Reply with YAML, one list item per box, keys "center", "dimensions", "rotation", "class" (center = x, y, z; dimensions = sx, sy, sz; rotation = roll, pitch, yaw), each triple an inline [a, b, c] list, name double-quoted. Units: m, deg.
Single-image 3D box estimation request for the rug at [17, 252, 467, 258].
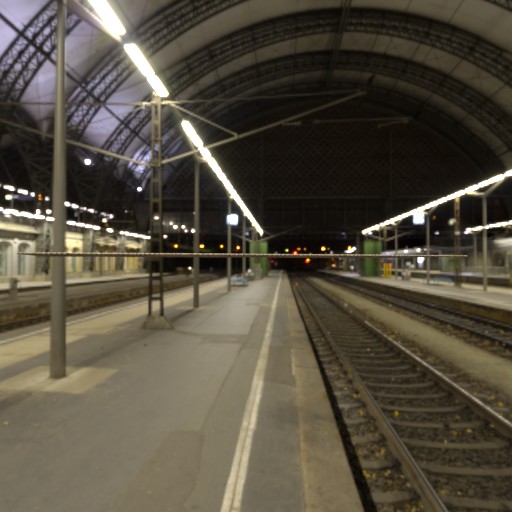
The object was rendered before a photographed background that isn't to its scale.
- center: [0.000, 0.000, 2.665]
  dimensions: [2.432, 0.008, 0.766]
  rotation: [0, -1, -18]
  class: "rug"
